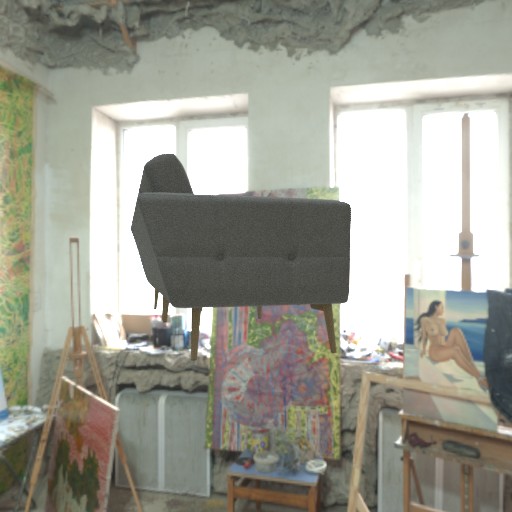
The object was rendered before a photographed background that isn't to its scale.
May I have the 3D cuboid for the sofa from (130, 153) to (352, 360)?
[{"bbox_3d":[0.000,0.000,2.837,1.530,0.860,2.040,0,0,-17],"label":"sofa"}]
